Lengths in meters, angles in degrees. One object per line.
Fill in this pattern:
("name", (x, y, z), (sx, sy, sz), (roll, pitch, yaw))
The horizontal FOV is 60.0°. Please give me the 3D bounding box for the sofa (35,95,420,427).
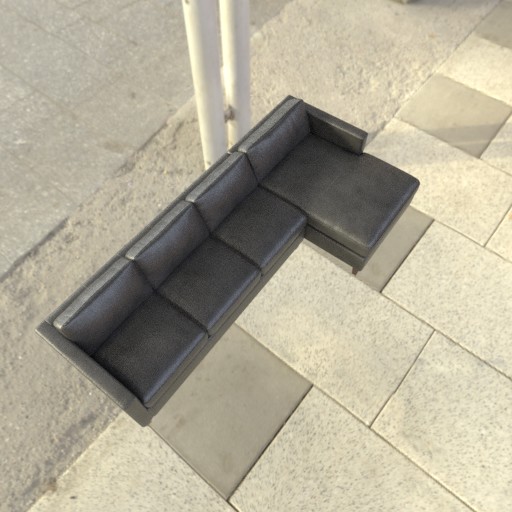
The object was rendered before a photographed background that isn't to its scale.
("sofa", (0.000, 0.000, 3.836), (1.581, 0.883, 3.203), (33, 64, 18))
